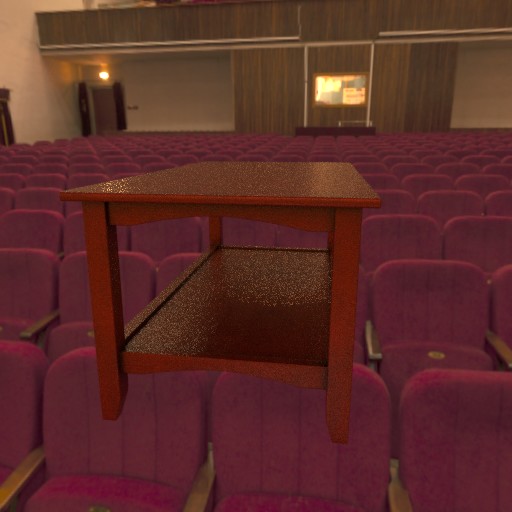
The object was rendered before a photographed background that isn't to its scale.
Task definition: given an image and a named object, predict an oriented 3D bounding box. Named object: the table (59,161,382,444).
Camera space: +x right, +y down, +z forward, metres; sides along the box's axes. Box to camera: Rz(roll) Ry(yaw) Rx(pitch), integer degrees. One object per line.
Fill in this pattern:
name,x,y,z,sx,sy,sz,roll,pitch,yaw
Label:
table,0.000,0.000,1.220,0.533,0.456,0.943,2,15,8
